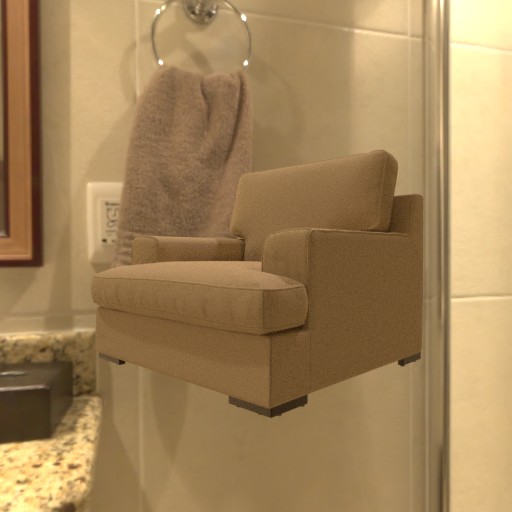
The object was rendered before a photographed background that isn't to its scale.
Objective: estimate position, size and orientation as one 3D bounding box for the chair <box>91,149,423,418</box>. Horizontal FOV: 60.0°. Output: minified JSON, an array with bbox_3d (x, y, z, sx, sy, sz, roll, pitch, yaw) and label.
[{"bbox_3d":[0.000,0.000,2.140,1.293,1.005,1.274,0,0,37],"label":"chair"}]
